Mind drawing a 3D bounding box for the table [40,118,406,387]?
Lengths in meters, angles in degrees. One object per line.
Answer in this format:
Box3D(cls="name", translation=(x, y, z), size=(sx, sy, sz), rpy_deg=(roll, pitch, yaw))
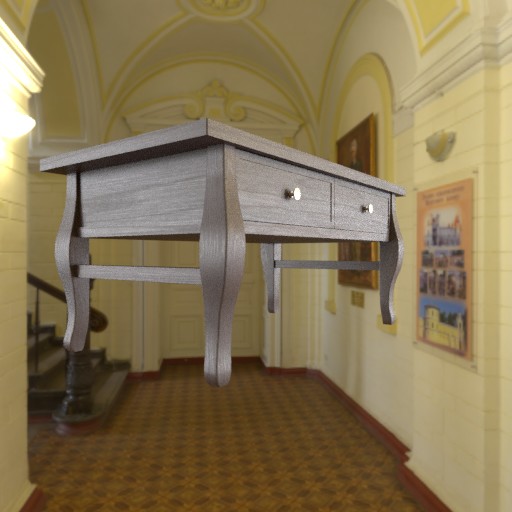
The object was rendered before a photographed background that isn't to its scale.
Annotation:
Box3D(cls="table", translation=(0.000, 0.000, 1.381), size=(0.600, 0.494, 1.062), rpy_deg=(0, 1, 37))
